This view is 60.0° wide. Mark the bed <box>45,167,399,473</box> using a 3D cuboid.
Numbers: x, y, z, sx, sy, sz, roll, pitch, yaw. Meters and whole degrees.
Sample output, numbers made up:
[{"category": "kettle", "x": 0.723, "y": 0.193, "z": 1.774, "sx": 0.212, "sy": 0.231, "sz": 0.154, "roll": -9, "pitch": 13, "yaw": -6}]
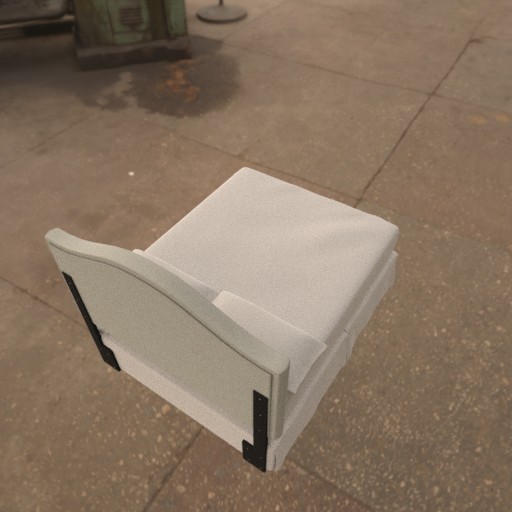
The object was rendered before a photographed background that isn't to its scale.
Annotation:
[{"category": "bed", "x": 0.000, "y": 0.000, "z": 3.463, "sx": 1.813, "sy": 1.607, "sz": 2.180, "roll": 26, "pitch": 51, "yaw": 22}]
